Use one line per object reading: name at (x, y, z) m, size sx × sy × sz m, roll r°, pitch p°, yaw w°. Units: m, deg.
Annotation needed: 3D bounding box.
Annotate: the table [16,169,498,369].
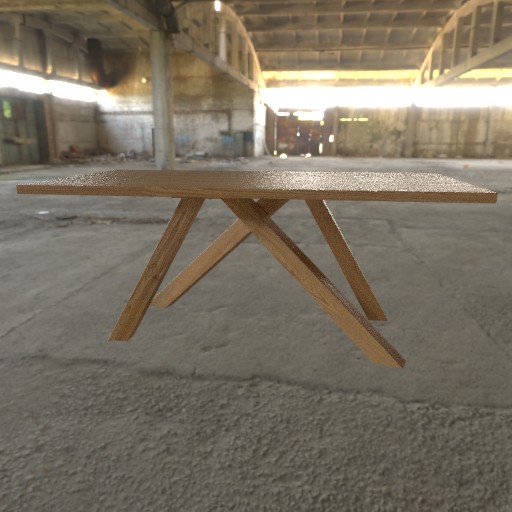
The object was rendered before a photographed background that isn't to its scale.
table at (0.000, 0.000, 2.160) m, size 1.797 × 0.750 × 0.901 m, roll 2°, pitch 15°, yaw 8°
